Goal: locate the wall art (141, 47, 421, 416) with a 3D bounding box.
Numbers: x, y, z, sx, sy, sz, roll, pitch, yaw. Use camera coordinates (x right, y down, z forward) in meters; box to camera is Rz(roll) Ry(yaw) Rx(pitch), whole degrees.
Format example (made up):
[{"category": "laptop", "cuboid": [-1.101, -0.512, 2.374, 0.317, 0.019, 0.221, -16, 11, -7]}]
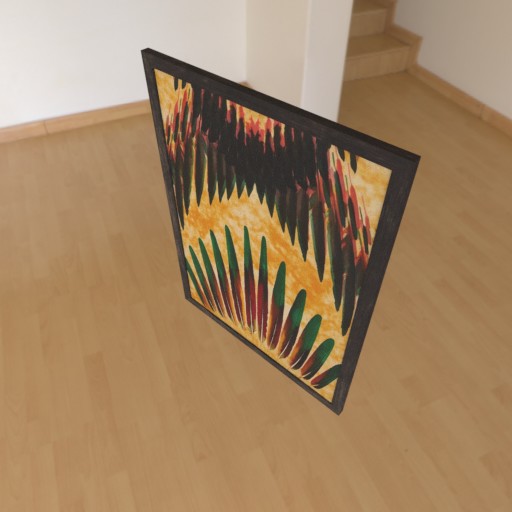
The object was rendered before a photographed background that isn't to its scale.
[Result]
[{"category": "wall art", "cuboid": [0.000, 0.000, 1.402, 0.812, 1.066, 0.029, 32, 54, 28]}]
